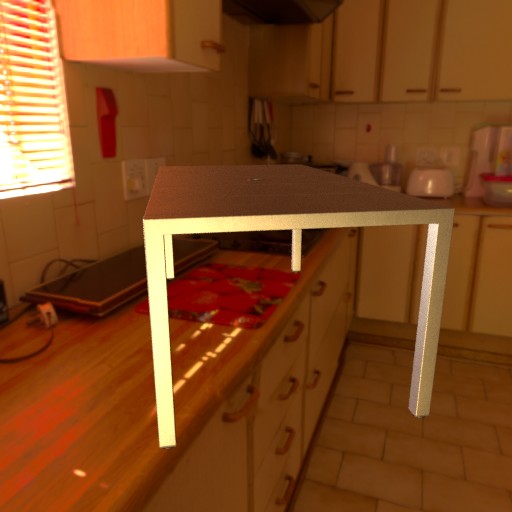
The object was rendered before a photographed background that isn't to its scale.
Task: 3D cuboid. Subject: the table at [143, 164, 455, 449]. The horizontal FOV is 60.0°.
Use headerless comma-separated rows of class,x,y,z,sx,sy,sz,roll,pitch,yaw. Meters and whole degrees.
table,0.000,0.000,2.146,0.914,0.735,1.680,-3,16,-10
